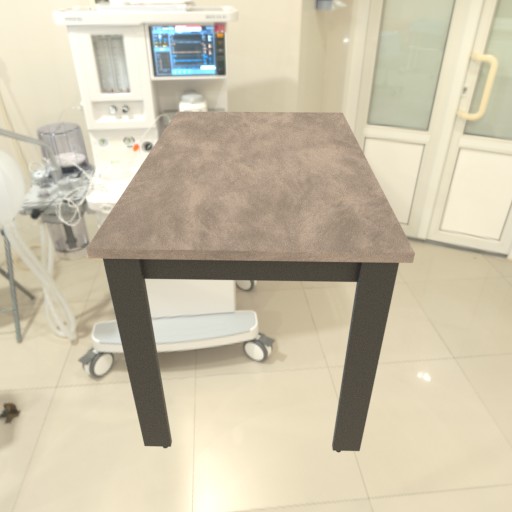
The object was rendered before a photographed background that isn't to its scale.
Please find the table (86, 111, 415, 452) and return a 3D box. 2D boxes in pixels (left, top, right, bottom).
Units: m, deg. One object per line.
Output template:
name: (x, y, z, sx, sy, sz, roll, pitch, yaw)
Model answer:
table: (0.000, 0.000, 1.601, 0.700, 0.734, 1.100, 1, 33, 1)
